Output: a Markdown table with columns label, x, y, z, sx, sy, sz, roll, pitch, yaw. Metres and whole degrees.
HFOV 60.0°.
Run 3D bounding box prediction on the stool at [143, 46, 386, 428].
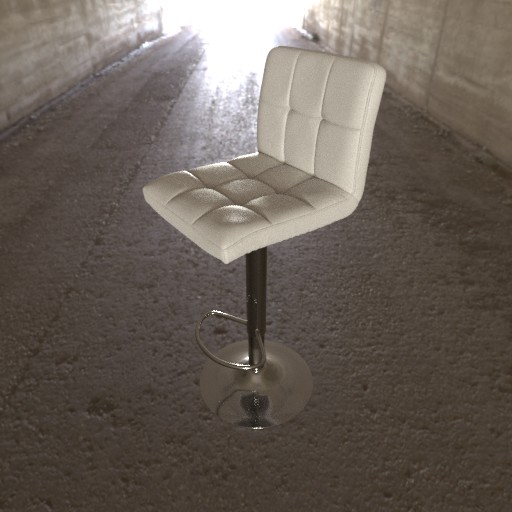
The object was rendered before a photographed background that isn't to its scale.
| label | x | y | z | sx | sy | sz | roll | pitch | yaw |
| --- | --- | --- | --- | --- | --- | --- | --- | --- | --- |
| stool | 0.000 | 0.000 | 1.364 | 0.505 | 1.115 | 0.430 | -23 | 39 | -31 |
